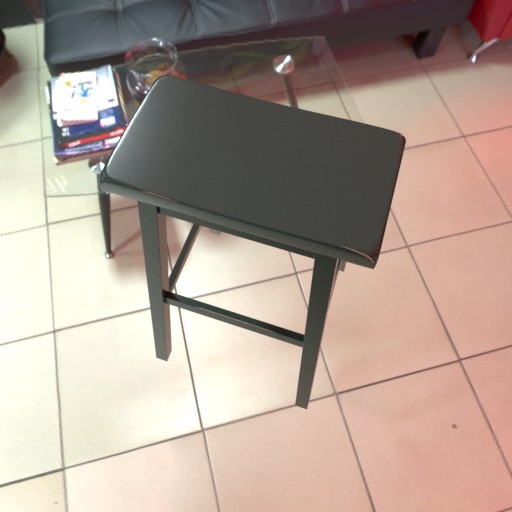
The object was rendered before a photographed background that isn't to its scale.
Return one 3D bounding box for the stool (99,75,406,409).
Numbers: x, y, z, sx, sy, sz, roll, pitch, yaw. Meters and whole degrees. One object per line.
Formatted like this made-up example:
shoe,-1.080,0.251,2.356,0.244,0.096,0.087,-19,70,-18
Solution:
stool,0.000,0.000,1.035,0.457,0.737,0.476,17,65,8
